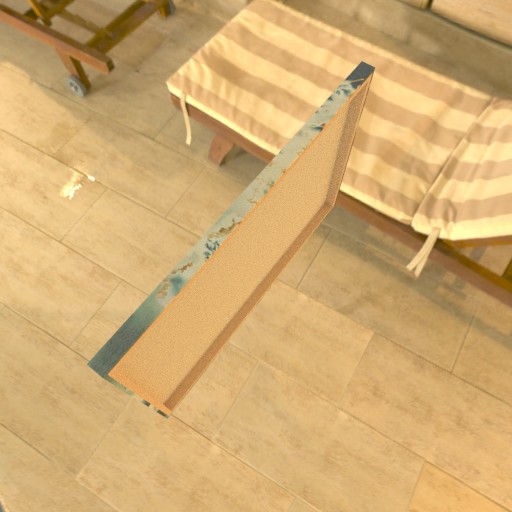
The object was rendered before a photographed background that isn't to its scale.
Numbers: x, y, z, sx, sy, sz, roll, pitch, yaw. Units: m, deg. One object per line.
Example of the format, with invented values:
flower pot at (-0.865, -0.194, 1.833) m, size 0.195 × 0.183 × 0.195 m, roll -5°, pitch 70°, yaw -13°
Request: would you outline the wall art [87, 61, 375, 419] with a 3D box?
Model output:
wall art at (0.000, 0.000, 1.180) m, size 0.038 × 0.608 × 0.912 m, roll 34°, pitch 68°, yaw 15°
